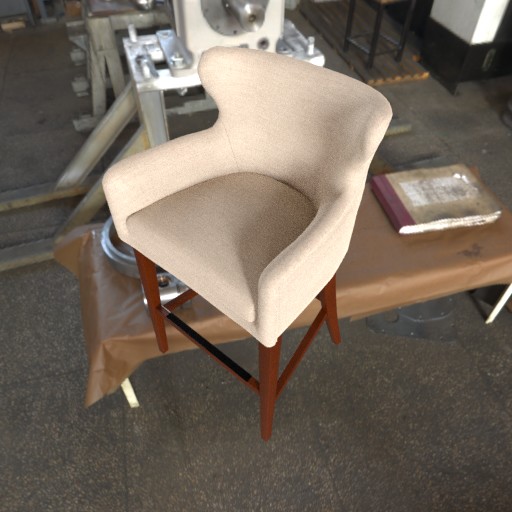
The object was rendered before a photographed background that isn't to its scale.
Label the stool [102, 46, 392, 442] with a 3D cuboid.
[{"bbox_3d":[0.000,0.000,1.348,0.556,1.034,0.563,32,55,26],"label":"stool"}]
